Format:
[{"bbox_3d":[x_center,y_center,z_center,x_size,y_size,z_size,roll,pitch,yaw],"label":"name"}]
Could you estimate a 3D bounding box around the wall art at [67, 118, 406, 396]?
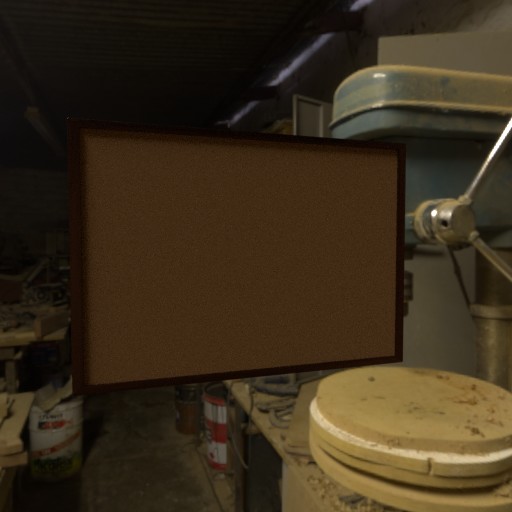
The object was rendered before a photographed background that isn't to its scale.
[{"bbox_3d":[0.000,0.000,0.556,0.431,0.304,0.012,-1,3,-18],"label":"wall art"}]
